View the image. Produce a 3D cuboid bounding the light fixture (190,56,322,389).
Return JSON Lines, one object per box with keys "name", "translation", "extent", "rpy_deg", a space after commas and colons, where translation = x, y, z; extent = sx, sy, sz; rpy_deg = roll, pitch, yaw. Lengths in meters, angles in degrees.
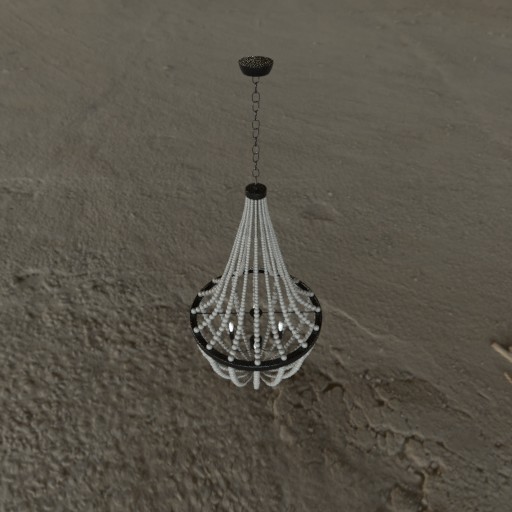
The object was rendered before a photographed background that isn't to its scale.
{"name": "light fixture", "translation": [0.000, 0.000, 1.350], "extent": [0.450, 1.133, 0.450], "rpy_deg": [0, 40, 0]}
